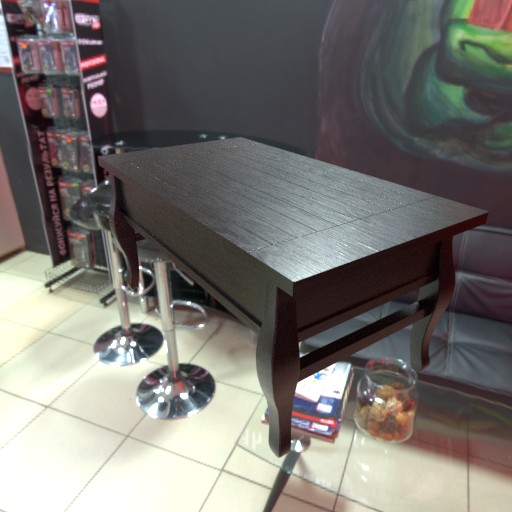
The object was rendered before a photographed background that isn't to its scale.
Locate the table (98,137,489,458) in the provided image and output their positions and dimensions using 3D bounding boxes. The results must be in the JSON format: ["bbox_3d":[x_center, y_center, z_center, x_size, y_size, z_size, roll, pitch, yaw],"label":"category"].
[{"bbox_3d":[0.000,0.000,1.382,0.600,0.494,1.062,-17,31,-31],"label":"table"}]
